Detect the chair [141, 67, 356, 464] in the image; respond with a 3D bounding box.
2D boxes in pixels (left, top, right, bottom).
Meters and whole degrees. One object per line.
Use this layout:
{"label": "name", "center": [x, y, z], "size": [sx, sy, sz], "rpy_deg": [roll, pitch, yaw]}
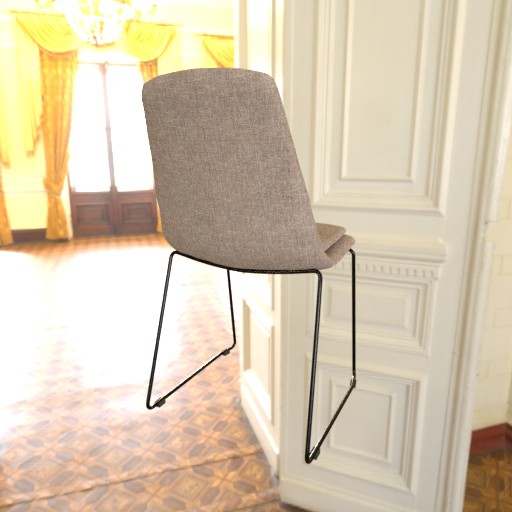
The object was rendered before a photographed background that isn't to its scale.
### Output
{"label": "chair", "center": [0.000, 0.000, 1.171], "size": [0.479, 0.858, 0.518], "rpy_deg": [7, 16, 26]}
